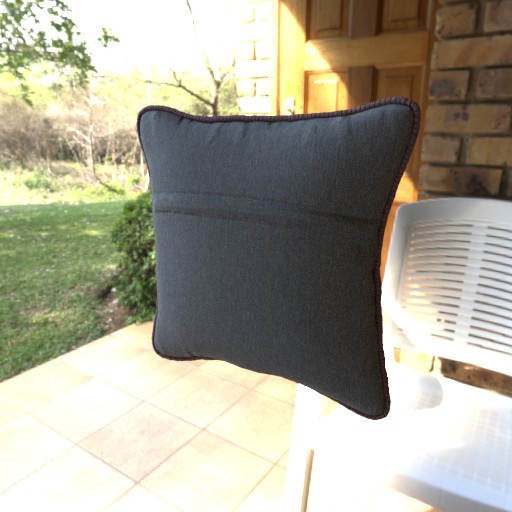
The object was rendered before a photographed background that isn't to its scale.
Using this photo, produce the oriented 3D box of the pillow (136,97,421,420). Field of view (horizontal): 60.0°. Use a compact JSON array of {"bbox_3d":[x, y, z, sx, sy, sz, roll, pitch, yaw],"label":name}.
[{"bbox_3d":[0.000,0.000,0.742,0.482,0.491,0.124,8,18,27],"label":"pillow"}]
